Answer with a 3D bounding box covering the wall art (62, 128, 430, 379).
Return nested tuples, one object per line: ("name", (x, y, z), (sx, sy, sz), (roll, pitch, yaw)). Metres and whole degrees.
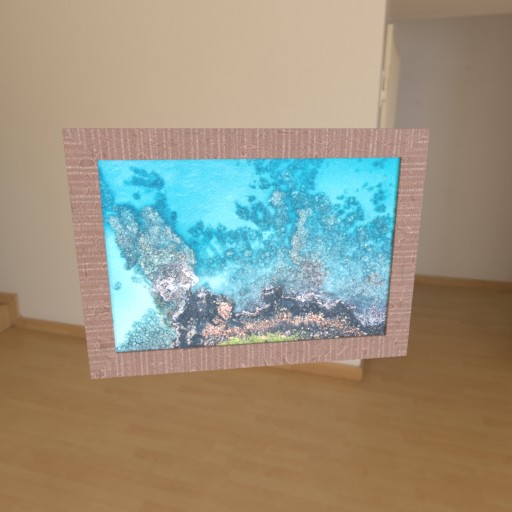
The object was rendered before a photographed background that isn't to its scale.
("wall art", (0.000, 0.000, 1.375), (1.056, 0.761, 0.020), (-2, 16, -8))
